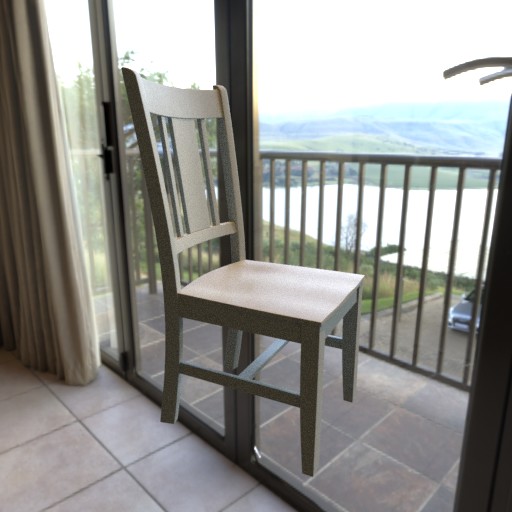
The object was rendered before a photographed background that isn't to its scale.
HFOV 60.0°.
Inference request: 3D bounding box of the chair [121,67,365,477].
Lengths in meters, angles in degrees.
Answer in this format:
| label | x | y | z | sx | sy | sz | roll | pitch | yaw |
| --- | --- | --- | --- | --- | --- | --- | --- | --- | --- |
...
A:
| label | x | y | z | sx | sy | sz | roll | pitch | yaw |
| --- | --- | --- | --- | --- | --- | --- | --- | --- | --- |
| chair | 0.000 | 0.000 | 1.289 | 0.555 | 0.998 | 0.450 | 8 | 17 | 26 |
